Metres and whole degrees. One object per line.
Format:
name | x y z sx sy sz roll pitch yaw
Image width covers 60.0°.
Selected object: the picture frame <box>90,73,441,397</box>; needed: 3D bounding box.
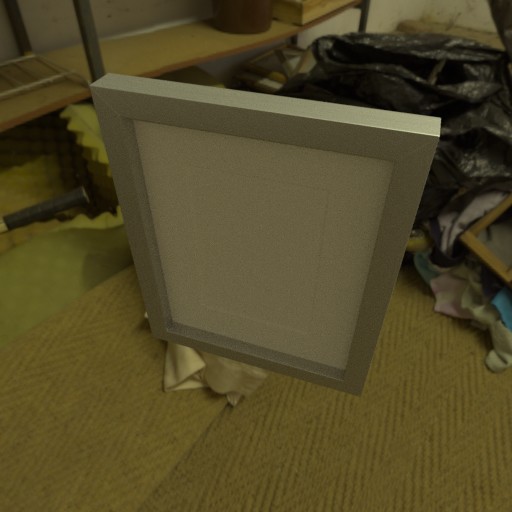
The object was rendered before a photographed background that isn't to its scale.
picture frame | 0.000 0.000 0.387 0.233 0.282 0.036 13 44 14
